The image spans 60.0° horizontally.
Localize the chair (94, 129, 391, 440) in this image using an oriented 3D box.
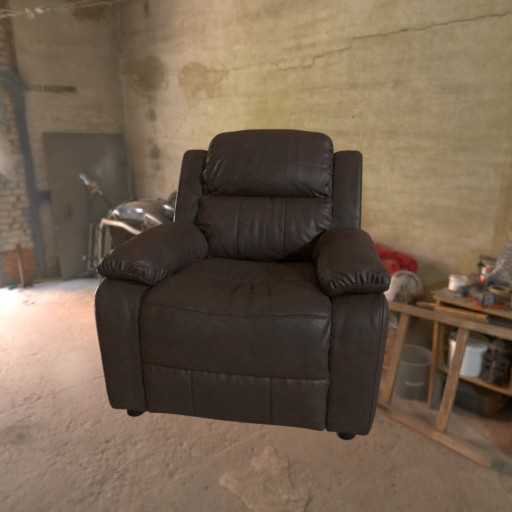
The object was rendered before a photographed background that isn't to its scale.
[{"bbox_3d":[0.000,0.000,1.259,0.680,0.702,0.707,3,15,9],"label":"chair"}]
